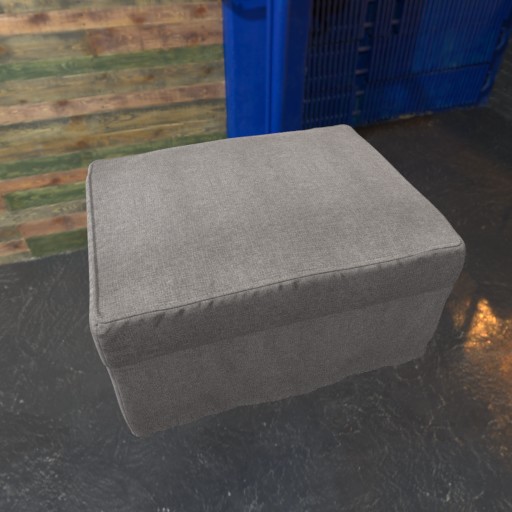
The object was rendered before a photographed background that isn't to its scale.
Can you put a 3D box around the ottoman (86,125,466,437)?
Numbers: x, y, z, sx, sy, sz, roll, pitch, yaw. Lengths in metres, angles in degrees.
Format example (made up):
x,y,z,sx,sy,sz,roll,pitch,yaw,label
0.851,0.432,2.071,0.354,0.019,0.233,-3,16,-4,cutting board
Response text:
x,y,z,sx,sy,sz,roll,pitch,yaw,label
0.000,0.000,1.245,0.833,0.492,0.652,-12,43,-13,ottoman
